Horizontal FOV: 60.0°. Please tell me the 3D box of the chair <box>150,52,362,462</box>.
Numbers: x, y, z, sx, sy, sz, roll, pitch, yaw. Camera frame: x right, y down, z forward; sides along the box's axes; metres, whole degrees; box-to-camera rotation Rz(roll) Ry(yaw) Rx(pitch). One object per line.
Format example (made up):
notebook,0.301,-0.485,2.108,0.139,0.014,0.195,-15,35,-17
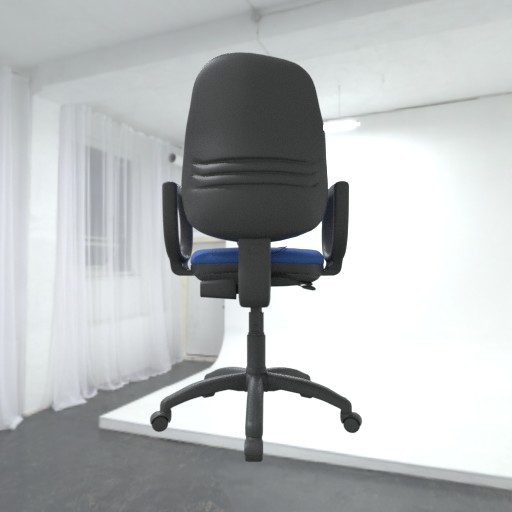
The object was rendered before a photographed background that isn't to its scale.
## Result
chair,0.000,0.000,1.221,0.552,0.905,0.549,0,-2,1
